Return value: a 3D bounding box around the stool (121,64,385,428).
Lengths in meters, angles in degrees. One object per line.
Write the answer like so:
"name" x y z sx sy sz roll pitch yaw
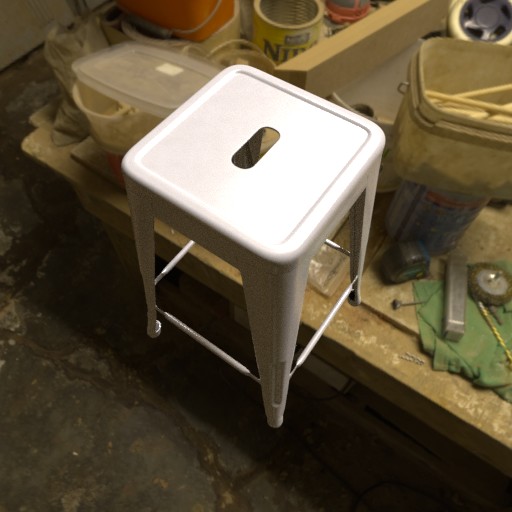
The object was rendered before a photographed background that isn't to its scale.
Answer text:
"stool" 0.000 0.000 0.892 0.406 0.610 0.406 31 64 17
